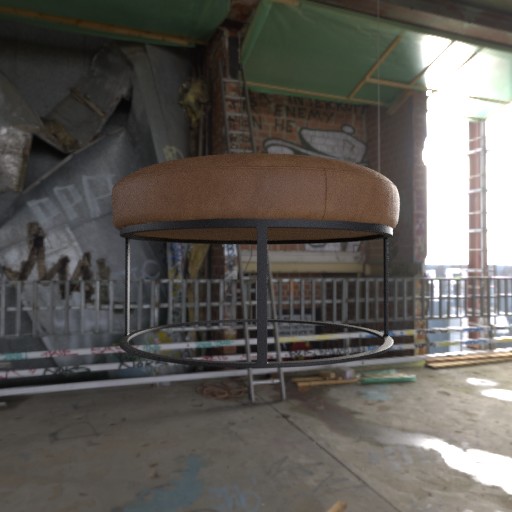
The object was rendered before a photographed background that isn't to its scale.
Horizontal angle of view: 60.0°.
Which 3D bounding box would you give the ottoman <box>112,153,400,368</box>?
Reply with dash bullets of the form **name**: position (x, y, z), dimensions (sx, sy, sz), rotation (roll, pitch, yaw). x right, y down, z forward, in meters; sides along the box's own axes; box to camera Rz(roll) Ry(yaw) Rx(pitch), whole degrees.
- **ottoman**: position (0.000, 0.000, 1.249), dimensions (0.771, 0.460, 0.771), rotation (0, -1, 0)
